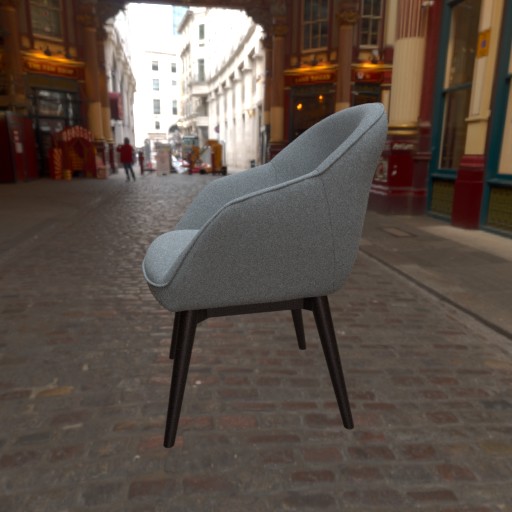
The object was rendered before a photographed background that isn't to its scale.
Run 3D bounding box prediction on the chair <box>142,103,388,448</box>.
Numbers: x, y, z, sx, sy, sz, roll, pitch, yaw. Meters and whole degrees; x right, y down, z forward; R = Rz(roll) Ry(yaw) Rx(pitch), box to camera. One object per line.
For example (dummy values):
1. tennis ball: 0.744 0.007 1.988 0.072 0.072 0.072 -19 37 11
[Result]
1. chair: 0.000 0.000 1.236 0.611 0.810 0.589 -2 14 -9
